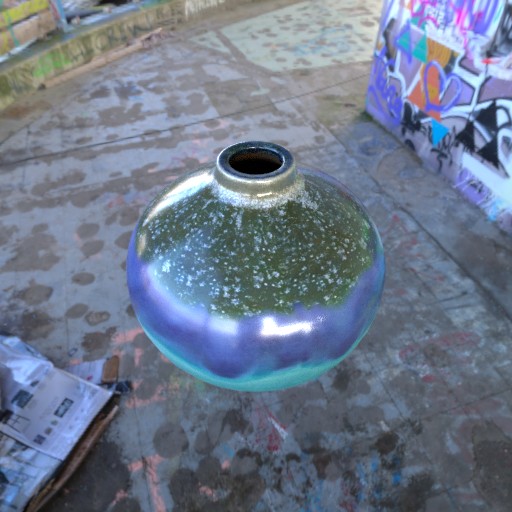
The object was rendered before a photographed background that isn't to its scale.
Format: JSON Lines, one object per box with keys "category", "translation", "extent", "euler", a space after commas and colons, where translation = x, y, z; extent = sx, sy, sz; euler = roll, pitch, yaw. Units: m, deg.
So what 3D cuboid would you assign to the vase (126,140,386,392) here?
{"category": "vase", "translation": [0.000, 0.000, 0.267], "extent": [0.154, 0.133, 0.154], "euler": [0, 43, 0]}
